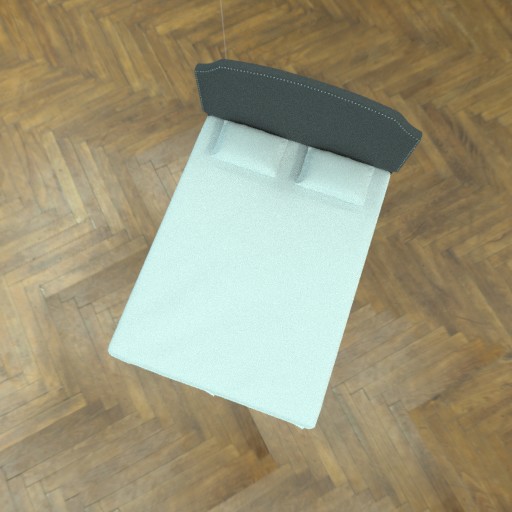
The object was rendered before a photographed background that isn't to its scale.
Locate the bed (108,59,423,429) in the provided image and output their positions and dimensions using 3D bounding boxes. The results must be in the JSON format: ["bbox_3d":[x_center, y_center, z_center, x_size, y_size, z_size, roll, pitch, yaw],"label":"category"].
[{"bbox_3d":[0.000,0.000,3.030,1.558,1.270,1.999,19,76,5],"label":"bed"}]
